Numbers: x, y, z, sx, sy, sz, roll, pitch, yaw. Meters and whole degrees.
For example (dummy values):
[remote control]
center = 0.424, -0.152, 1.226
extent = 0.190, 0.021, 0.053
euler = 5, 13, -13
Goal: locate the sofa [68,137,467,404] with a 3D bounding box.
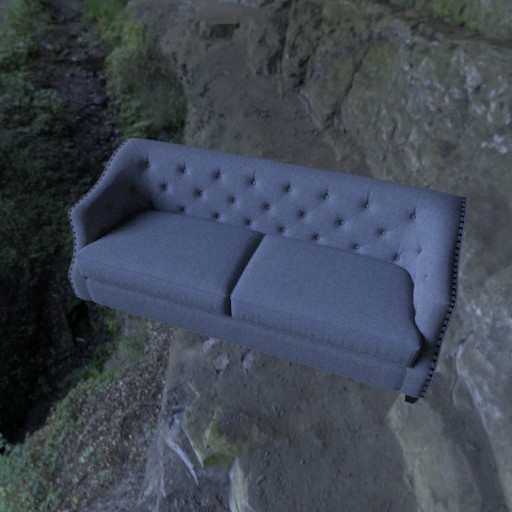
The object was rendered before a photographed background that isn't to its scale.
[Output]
[sofa]
center = 0.000, 0.000, 2.745
extent = 2.235, 0.901, 0.914
euler = 13, 43, 15
